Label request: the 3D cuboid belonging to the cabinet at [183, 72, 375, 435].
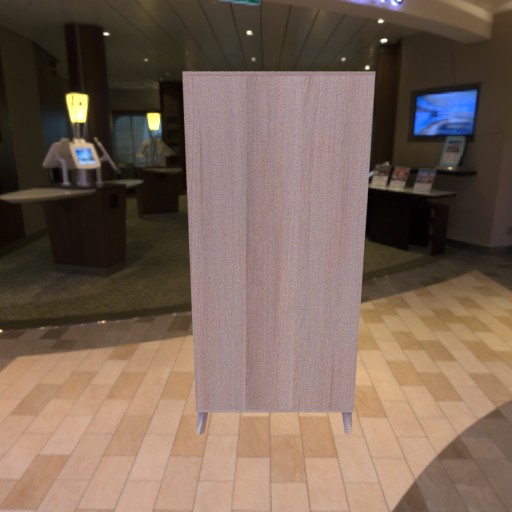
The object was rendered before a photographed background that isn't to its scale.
[{"bbox_3d":[0.000,0.000,2.647,1.272,1.957,0.969,14,20,43],"label":"cabinet"}]
